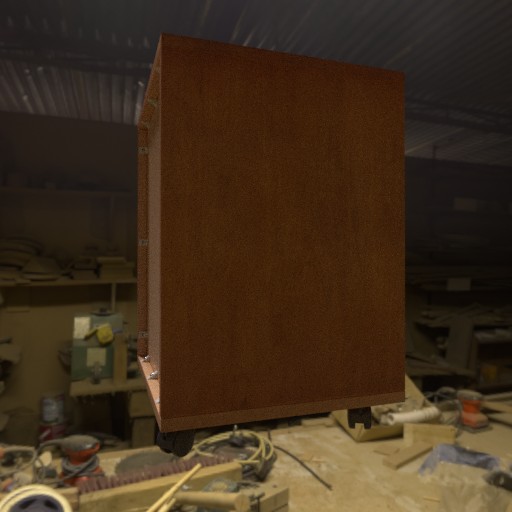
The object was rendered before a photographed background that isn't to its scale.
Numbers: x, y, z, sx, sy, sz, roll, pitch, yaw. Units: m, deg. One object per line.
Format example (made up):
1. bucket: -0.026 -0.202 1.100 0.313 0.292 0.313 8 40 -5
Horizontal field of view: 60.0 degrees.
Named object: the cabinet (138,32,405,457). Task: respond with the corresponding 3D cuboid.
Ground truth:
1. cabinet: 0.000 0.000 0.833 0.401 0.579 0.409 0 0 -19
